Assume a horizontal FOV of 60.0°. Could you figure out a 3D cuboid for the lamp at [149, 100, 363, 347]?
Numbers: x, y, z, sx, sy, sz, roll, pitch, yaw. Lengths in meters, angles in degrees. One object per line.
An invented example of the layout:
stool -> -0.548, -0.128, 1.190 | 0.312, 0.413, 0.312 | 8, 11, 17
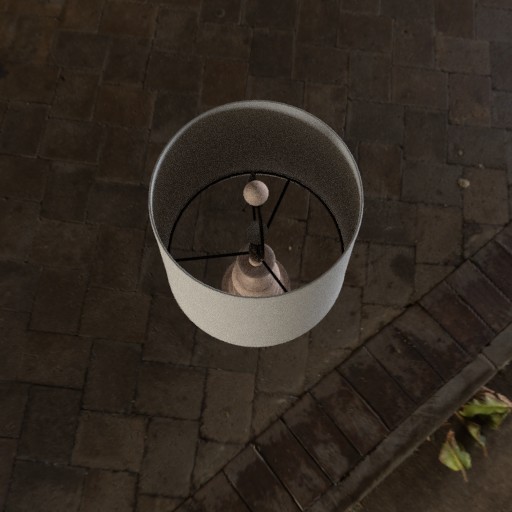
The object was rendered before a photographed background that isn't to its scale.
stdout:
lamp -> 0.000, 0.000, 0.676 | 0.273, 0.497, 0.273 | 0, 74, 0
